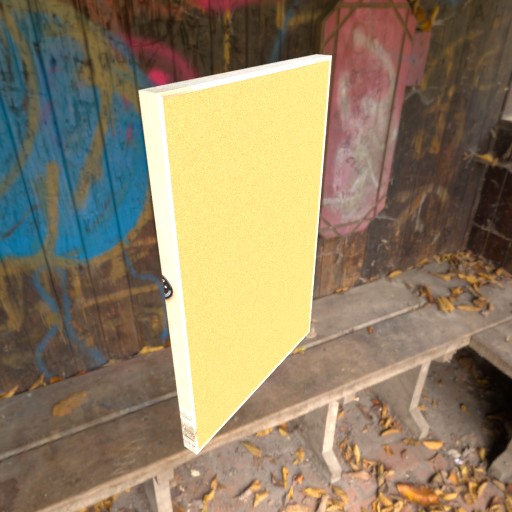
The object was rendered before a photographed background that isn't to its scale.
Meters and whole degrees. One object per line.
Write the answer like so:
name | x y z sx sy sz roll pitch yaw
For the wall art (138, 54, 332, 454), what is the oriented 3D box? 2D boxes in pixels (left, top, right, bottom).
wall art | 0.000 0.000 0.974 0.038 0.764 0.508 20 36 30
